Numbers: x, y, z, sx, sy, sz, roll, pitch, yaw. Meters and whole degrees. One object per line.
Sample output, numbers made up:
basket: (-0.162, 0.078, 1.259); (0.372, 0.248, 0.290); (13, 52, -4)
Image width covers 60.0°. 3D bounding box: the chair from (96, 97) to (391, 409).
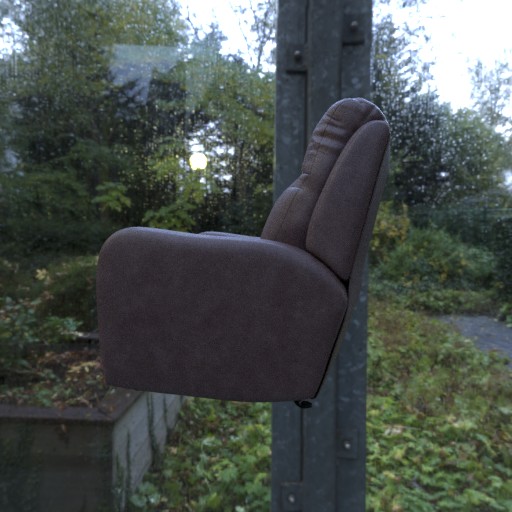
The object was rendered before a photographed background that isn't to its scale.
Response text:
chair: (0.000, 0.000, 1.850); (1.067, 1.067, 0.865); (1, 2, 17)
